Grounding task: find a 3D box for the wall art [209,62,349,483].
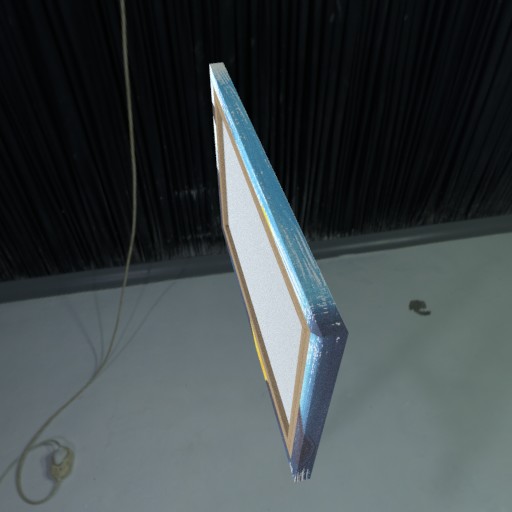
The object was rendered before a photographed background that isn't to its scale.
[{"bbox_3d":[0.000,0.000,1.134,0.039,0.610,0.914,-10,47,-10],"label":"wall art"}]
